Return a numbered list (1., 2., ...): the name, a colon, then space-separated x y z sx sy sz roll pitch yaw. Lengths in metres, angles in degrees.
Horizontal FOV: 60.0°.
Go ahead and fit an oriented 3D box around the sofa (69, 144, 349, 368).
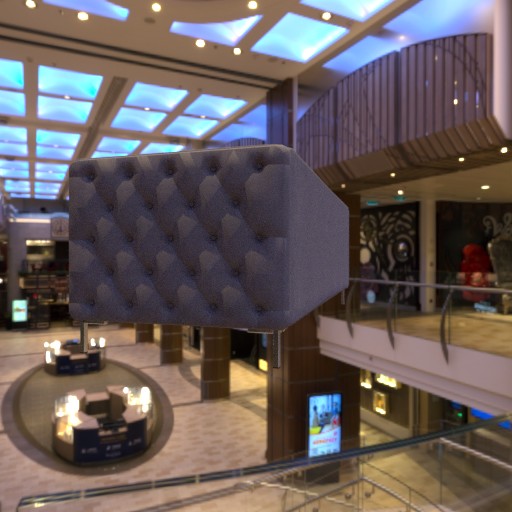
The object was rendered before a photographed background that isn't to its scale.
1. sofa: 0.000 0.000 2.623 0.895 0.771 2.209 0 0 17
